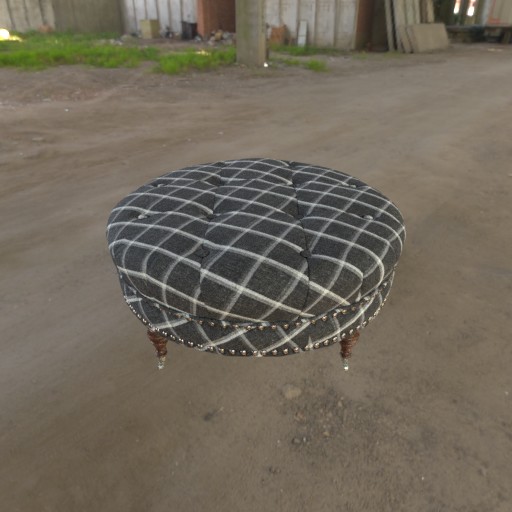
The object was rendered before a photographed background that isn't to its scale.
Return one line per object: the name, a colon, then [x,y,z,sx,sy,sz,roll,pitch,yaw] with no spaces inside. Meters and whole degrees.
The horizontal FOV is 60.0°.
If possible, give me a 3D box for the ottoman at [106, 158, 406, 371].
ottoman: [0.000,0.000,1.428,0.901,0.439,0.901,0,29,0]
